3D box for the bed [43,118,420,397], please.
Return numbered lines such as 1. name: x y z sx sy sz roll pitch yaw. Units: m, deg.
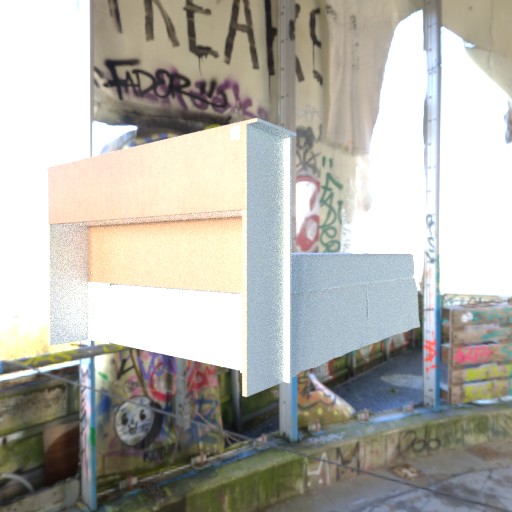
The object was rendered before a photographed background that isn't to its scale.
1. bed: 0.000 0.000 3.069 1.671 1.092 2.133 0 1 38
